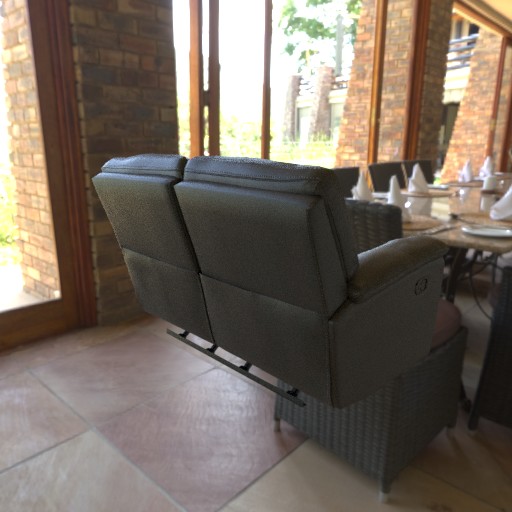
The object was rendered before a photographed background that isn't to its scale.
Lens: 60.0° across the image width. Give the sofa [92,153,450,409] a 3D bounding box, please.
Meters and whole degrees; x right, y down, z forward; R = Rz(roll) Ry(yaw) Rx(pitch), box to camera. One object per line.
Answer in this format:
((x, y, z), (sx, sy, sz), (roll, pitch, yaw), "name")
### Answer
((0.000, 0.000, 2.465), (1.104, 1.111, 1.765), (-13, 20, -42), "sofa")
